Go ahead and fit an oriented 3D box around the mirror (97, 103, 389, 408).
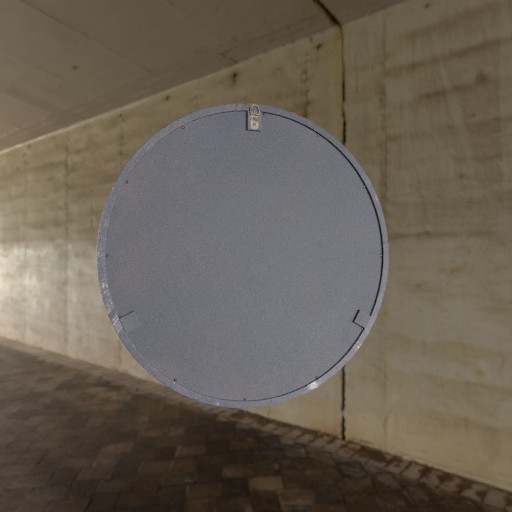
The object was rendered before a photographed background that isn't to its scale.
[{"bbox_3d":[0.000,0.000,1.052,0.710,0.710,0.038,0,0,-18],"label":"mirror"}]
